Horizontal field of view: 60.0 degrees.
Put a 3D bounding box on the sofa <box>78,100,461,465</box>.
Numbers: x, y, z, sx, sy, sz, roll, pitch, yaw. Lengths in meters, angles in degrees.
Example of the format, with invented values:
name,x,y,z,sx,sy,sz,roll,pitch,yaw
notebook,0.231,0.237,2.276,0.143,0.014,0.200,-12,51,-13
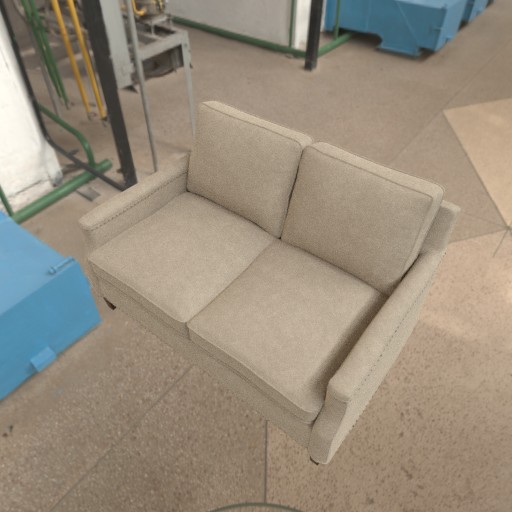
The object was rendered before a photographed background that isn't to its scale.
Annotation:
name,x,y,z,sx,sy,sz,roll,pitch,yaw
sofa,0.000,0.000,2.256,1.597,1.002,1.084,29,52,26
